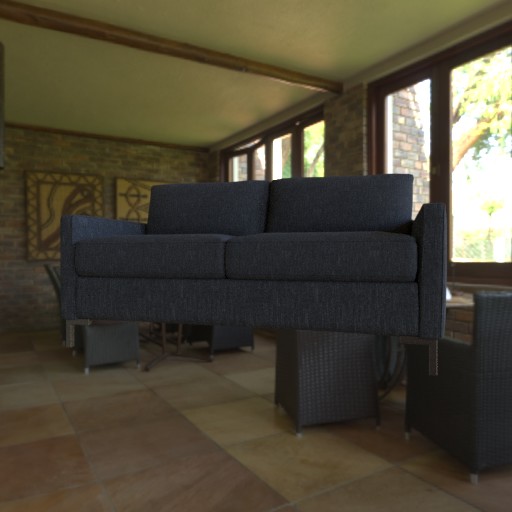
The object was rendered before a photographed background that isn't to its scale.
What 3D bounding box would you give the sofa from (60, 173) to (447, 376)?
[{"bbox_3d":[0.000,0.000,2.230,1.716,0.862,0.866,0,0,18],"label":"sofa"}]
